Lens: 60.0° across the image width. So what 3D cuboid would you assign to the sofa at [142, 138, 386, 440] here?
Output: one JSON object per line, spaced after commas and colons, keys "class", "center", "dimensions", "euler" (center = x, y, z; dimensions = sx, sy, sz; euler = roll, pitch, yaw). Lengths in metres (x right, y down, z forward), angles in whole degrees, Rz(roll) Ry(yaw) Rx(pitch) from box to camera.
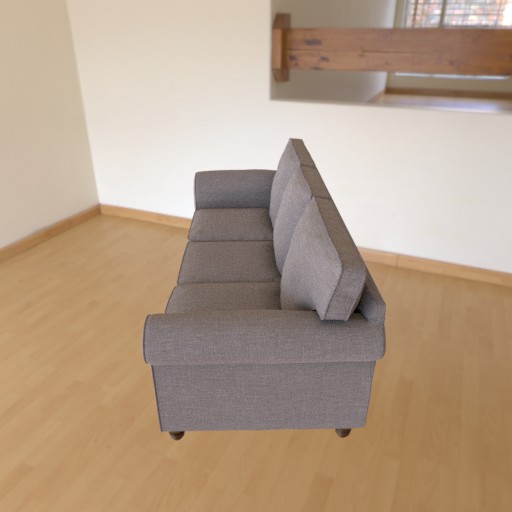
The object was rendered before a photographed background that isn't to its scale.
{"class": "sofa", "center": [0.000, 0.000, 2.592], "dimensions": [0.916, 0.961, 2.084], "euler": [-1, 27, -1]}
